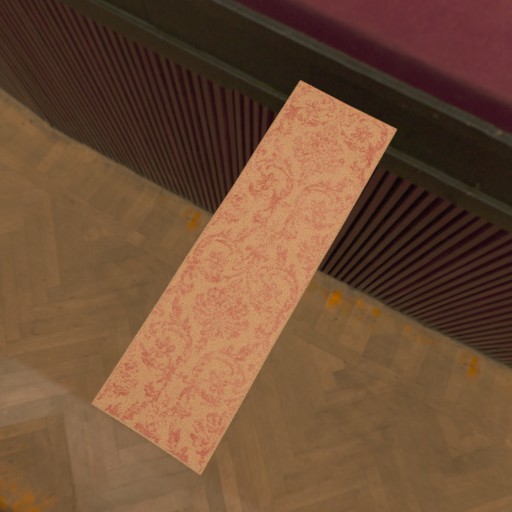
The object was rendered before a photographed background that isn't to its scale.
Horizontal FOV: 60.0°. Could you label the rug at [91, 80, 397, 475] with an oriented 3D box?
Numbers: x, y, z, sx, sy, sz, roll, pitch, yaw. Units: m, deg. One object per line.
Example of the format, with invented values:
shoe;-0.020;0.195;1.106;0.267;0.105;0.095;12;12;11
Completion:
rug;0.000;0.000;2.453;0.662;0.011;2.196;30;78;7
